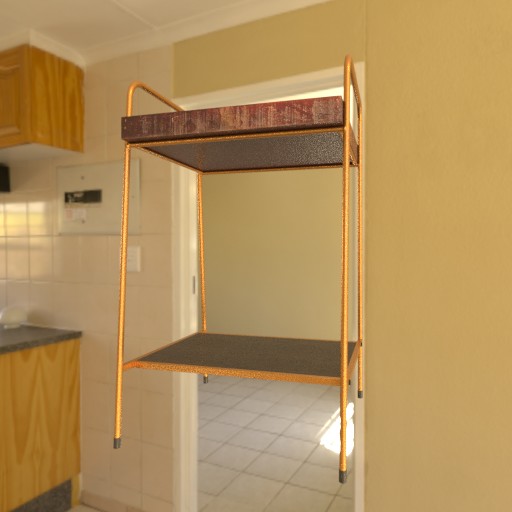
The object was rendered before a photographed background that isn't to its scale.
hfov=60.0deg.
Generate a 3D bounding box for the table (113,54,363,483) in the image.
[{"bbox_3d":[0.000,0.000,0.960,0.430,0.710,0.430,0,1,17],"label":"table"}]
